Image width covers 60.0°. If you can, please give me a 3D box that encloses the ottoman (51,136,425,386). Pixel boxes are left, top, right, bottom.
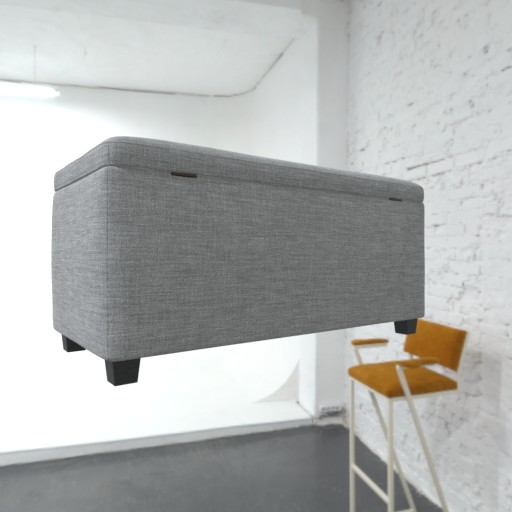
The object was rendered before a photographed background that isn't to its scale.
[{"bbox_3d":[0.000,0.000,1.127,0.902,0.432,0.419,0,0,-36],"label":"ottoman"}]
